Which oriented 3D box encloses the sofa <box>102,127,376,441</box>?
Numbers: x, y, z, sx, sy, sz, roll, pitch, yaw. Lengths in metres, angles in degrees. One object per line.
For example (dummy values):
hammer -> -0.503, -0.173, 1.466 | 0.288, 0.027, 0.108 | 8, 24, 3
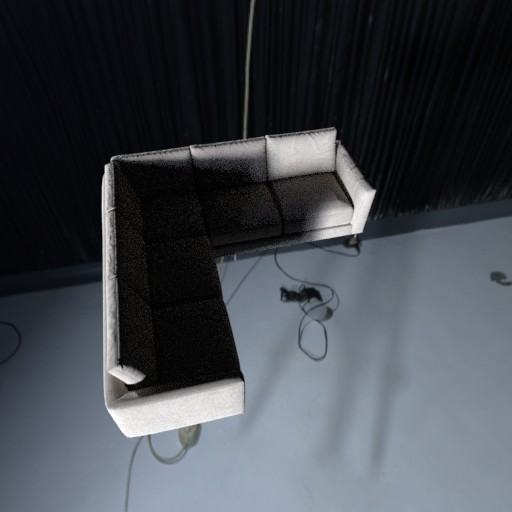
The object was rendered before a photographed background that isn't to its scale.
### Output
sofa -> 0.000, 0.000, 3.748 | 2.438, 0.864, 2.438 | -10, 48, -9
